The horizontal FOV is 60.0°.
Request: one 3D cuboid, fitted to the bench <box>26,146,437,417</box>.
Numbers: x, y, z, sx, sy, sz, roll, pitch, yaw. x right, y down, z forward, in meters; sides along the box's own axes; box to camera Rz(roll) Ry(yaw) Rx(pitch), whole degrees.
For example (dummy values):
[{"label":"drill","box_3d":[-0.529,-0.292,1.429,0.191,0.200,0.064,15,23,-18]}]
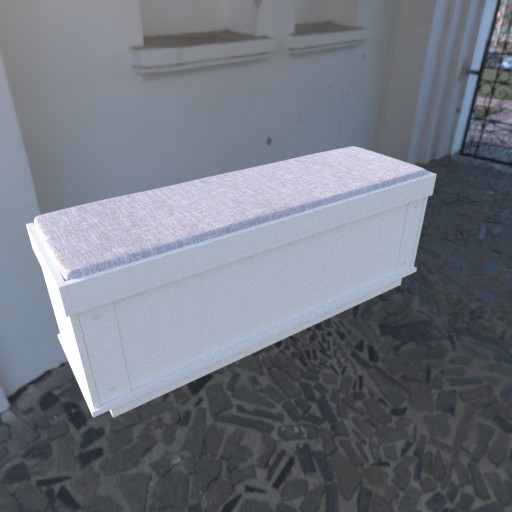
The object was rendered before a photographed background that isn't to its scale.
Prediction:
[{"label":"bench","box_3d":[0.000,0.000,1.408,1.196,0.453,0.363,-19,35,-29]}]
